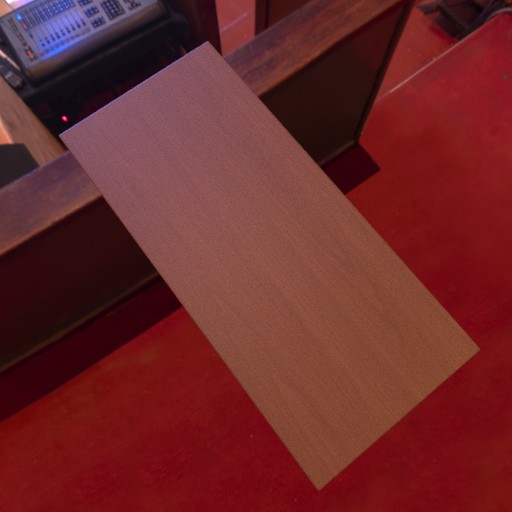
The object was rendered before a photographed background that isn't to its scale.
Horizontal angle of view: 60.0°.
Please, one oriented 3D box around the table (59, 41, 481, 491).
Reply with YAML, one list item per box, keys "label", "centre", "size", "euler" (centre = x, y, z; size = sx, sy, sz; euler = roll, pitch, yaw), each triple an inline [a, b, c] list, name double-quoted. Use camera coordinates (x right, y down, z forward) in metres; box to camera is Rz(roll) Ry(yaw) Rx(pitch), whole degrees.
- label: "table"
  centre: [0.000, 0.000, 1.316]
  size: [0.500, 0.400, 1.100]
  euler: [-37, 78, -9]
